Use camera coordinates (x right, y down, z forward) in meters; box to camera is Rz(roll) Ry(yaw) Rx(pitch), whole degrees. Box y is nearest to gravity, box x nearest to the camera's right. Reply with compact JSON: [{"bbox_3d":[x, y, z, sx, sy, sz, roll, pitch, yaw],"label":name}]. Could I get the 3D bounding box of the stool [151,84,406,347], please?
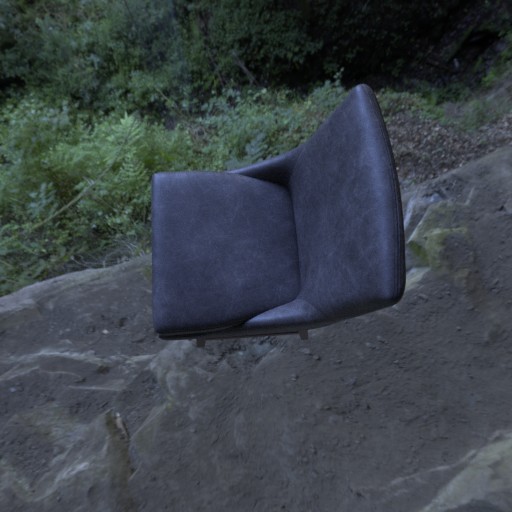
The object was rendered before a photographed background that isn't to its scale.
[{"bbox_3d":[0.000,0.000,1.379,0.587,1.046,0.492,-4,76,-1],"label":"stool"}]
